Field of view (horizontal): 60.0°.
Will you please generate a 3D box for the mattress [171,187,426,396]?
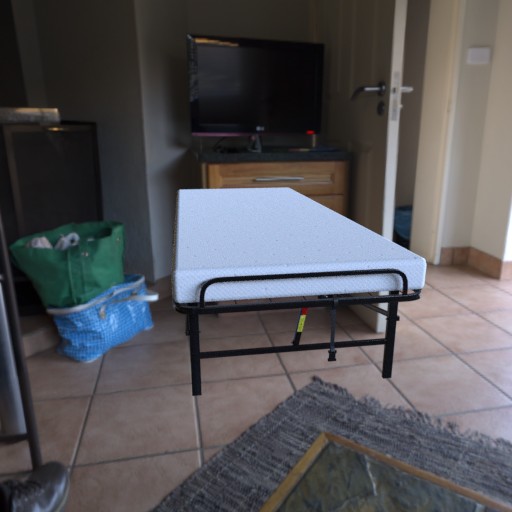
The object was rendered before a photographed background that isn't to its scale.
[{"bbox_3d":[0.000,0.000,2.532,0.922,0.519,2.153,-3,16,-9],"label":"mattress"}]
